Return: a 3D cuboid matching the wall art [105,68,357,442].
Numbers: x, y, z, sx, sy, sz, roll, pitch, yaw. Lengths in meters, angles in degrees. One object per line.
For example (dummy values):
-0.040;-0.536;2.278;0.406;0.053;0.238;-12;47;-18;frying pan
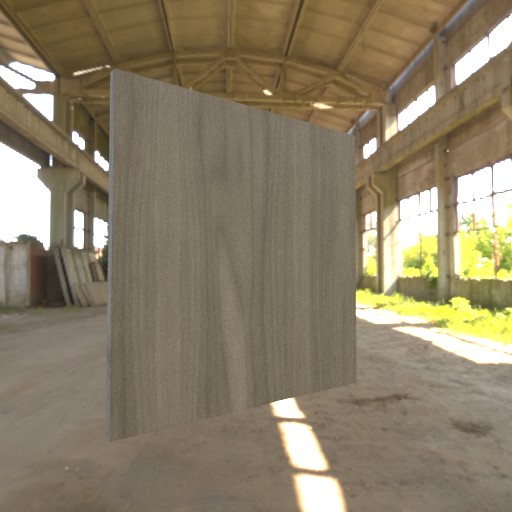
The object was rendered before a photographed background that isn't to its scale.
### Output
0.000;0.000;0.762;0.508;0.507;0.016;1;-2;-38;wall art
